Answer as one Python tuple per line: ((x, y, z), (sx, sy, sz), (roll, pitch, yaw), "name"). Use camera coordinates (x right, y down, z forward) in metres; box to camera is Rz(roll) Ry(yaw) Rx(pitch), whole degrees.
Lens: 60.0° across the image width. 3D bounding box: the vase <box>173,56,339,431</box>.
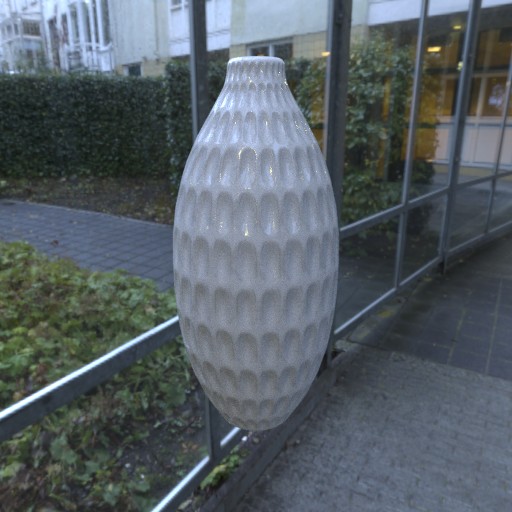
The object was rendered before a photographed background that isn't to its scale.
((0.000, 0.000, 0.346), (0.127, 0.282, 0.127), (0, 18, 0), "vase")
